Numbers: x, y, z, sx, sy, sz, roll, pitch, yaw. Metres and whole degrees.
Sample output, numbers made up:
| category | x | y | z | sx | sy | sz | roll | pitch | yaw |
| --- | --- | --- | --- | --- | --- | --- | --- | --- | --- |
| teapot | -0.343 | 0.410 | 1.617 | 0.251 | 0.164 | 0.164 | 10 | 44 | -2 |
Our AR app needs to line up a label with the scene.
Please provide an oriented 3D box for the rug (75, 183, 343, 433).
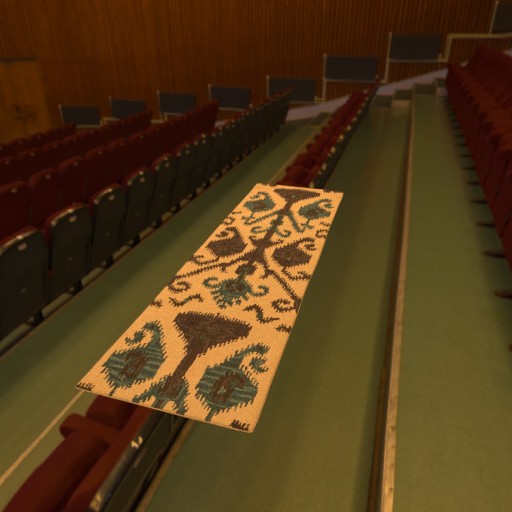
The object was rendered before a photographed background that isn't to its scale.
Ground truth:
| category | x | y | z | sx | sy | sz | roll | pitch | yaw |
| --- | --- | --- | --- | --- | --- | --- | --- | --- | --- |
| rug | 0.000 | 0.000 | 2.505 | 0.692 | 0.017 | 2.301 | 9 | 30 | 15 |
